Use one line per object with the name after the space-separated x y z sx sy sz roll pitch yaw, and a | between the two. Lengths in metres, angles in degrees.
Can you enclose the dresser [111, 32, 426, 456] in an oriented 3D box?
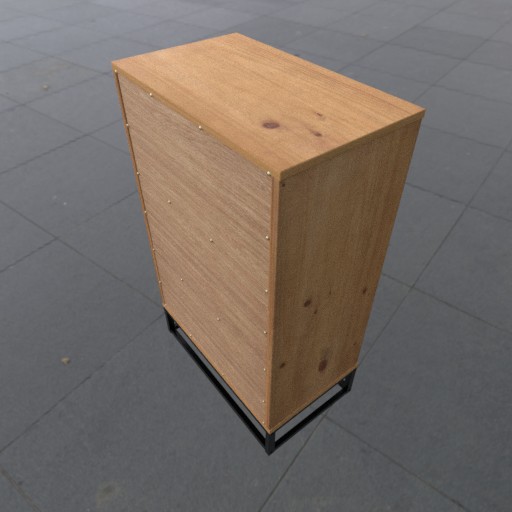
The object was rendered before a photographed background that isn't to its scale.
0.000 0.000 1.582 0.479 1.240 0.761 -28 49 -27 | dresser
